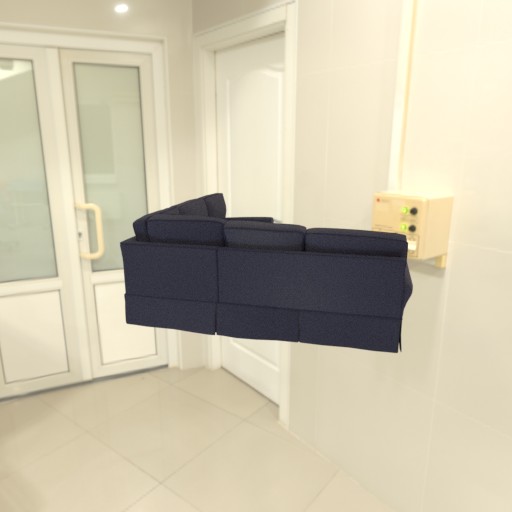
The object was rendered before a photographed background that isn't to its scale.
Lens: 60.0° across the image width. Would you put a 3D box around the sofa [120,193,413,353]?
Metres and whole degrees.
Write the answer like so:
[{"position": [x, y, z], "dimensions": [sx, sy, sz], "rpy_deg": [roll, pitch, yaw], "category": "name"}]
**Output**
[{"position": [0.000, 0.000, 5.149], "dimensions": [2.874, 1.169, 3.773], "rpy_deg": [-14, 20, -43], "category": "sofa"}]
